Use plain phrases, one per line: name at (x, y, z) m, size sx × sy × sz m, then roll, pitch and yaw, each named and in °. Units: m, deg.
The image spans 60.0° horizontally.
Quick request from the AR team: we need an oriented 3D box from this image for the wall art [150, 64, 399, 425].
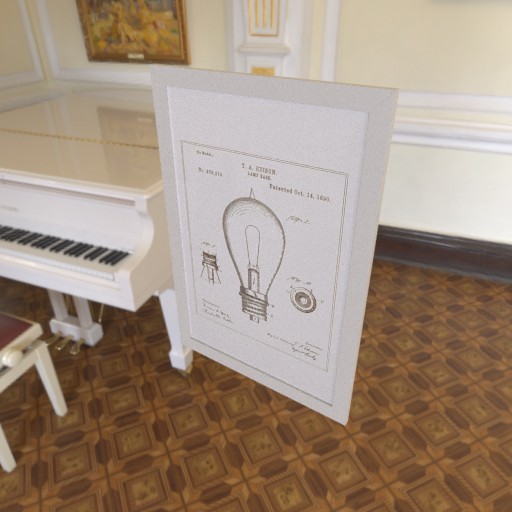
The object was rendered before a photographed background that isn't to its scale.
wall art at (0.000, 0.000, 0.620) m, size 0.325 × 0.474 × 0.010 m, roll 19°, pitch 35°, yaw 29°
